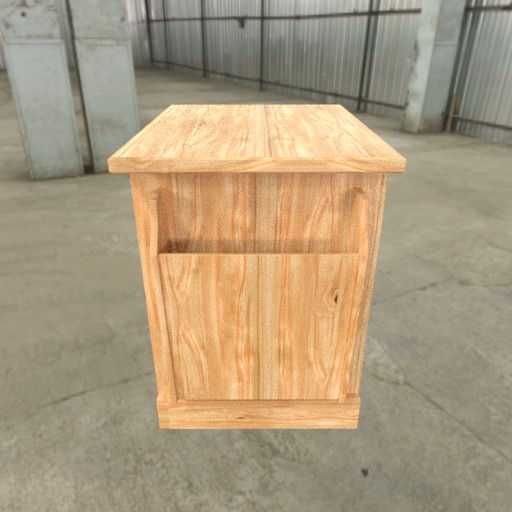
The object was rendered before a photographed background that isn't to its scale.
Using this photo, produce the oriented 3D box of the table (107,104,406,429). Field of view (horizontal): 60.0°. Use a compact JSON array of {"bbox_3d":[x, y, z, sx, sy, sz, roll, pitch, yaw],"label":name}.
[{"bbox_3d":[0.000,0.000,0.887,0.380,0.515,0.530,0,27,0],"label":"table"}]
